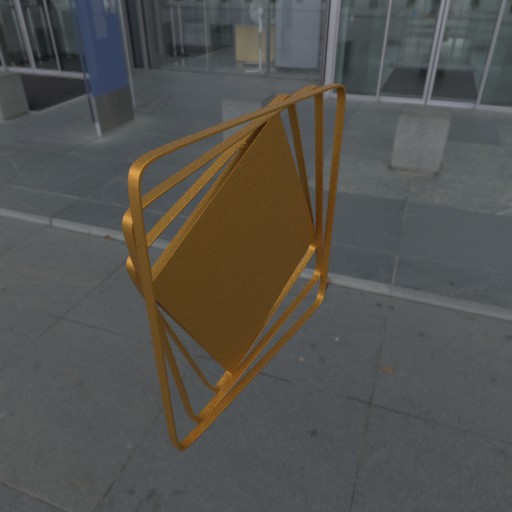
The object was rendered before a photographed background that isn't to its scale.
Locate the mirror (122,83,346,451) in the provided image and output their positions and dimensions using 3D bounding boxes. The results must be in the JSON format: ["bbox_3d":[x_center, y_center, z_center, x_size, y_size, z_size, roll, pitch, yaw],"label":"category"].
[{"bbox_3d":[0.000,0.000,0.709,0.045,0.468,0.470,21,38,29],"label":"mirror"}]
